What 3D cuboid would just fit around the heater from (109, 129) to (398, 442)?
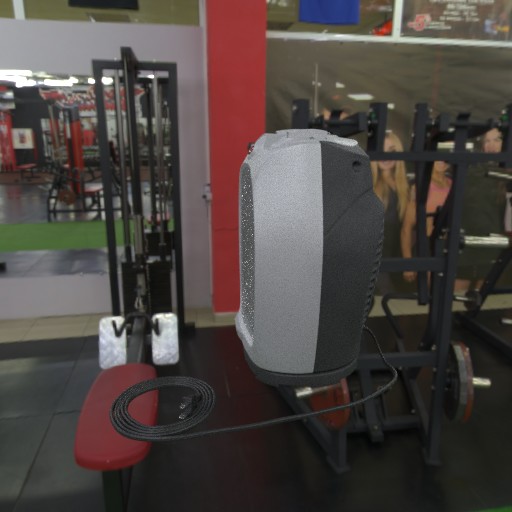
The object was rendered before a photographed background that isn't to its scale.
[{"bbox_3d":[0.000,0.000,0.462,0.291,0.255,0.239,-2,16,-7],"label":"heater"}]
